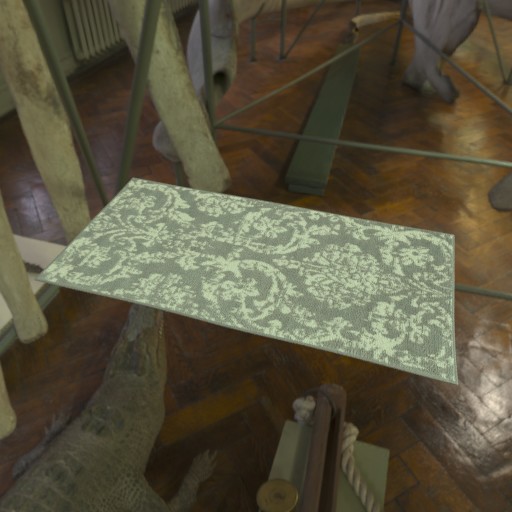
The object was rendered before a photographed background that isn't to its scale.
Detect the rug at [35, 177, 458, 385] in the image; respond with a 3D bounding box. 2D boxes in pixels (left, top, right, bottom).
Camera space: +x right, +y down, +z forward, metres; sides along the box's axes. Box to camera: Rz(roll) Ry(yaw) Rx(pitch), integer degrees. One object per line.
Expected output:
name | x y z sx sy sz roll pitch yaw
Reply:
rug | 0.000 0.000 1.421 1.219 0.007 0.604 12 43 13
